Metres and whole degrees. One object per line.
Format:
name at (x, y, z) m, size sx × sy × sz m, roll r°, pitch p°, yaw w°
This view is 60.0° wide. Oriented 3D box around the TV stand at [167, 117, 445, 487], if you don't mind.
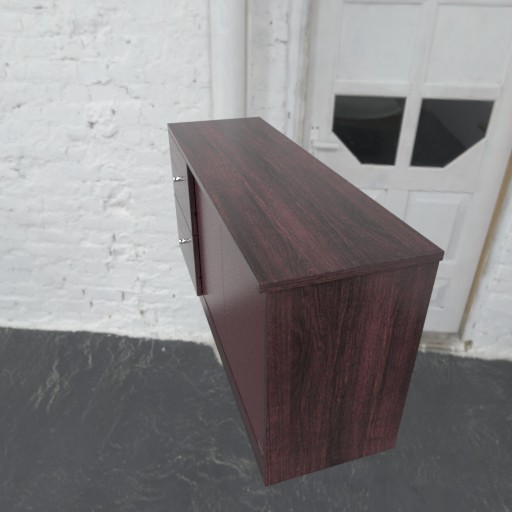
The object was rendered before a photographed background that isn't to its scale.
TV stand at (0.000, 0.000, 1.464) m, size 0.404 × 0.614 × 1.192 m, roll -9°, pitch 31°, yaw -15°
